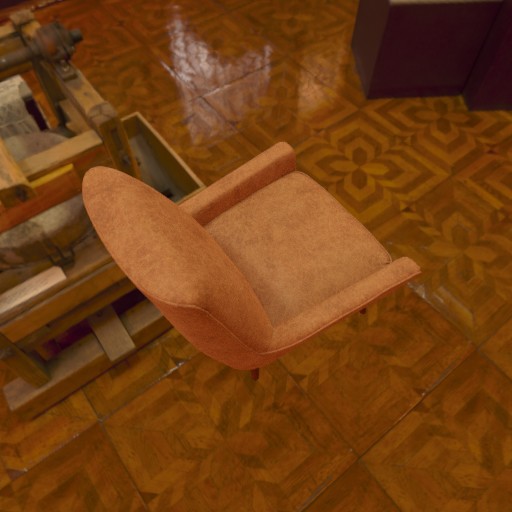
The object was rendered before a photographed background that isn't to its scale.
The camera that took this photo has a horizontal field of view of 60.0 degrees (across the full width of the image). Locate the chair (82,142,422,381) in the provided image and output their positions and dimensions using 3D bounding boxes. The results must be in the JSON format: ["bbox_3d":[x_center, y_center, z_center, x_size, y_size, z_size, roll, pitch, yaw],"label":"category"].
[{"bbox_3d":[0.000,0.000,1.506,0.851,0.883,0.753,-31,62,-18],"label":"chair"}]
